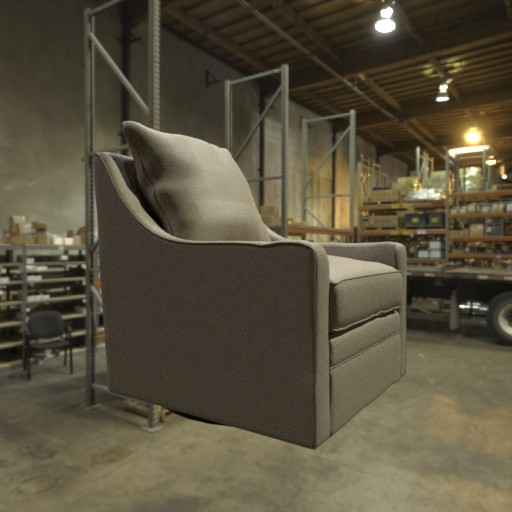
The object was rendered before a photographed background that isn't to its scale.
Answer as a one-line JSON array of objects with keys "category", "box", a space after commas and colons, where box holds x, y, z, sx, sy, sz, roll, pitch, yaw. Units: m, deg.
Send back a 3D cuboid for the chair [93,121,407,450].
[{"category": "chair", "box": [0.000, 0.000, 1.573, 0.876, 0.942, 0.760, 1, 1, 34]}]
